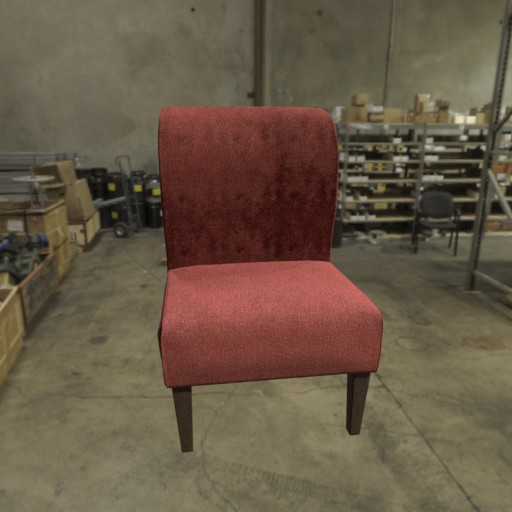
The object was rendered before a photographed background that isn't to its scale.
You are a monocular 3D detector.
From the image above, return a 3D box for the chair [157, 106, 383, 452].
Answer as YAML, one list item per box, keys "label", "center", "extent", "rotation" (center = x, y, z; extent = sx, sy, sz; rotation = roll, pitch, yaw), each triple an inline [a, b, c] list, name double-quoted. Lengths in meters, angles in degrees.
- label: "chair"
  center: [0.000, 0.000, 1.286]
  extent: [0.538, 0.846, 0.640]
  rotation: [-2, 16, -8]
